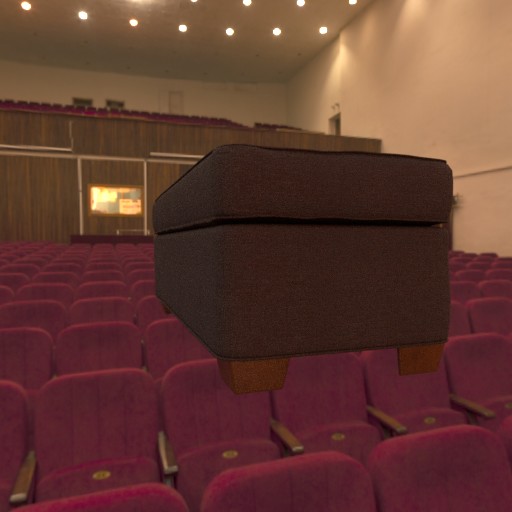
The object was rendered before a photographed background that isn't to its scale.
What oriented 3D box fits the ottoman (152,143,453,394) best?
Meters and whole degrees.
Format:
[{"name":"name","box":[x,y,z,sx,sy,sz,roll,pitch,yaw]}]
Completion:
[{"name":"ottoman","box":[0.000,0.000,1.337,0.515,0.460,1.110,-1,2,-19]}]
